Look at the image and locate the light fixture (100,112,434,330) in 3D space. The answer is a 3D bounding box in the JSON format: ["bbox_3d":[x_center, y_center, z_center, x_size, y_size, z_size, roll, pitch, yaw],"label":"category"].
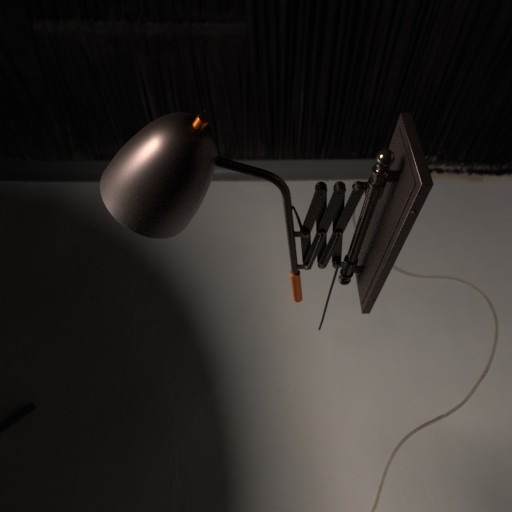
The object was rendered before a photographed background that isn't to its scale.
[{"bbox_3d":[0.000,0.000,0.912,0.499,0.715,0.162,-1,57,-1],"label":"light fixture"}]
